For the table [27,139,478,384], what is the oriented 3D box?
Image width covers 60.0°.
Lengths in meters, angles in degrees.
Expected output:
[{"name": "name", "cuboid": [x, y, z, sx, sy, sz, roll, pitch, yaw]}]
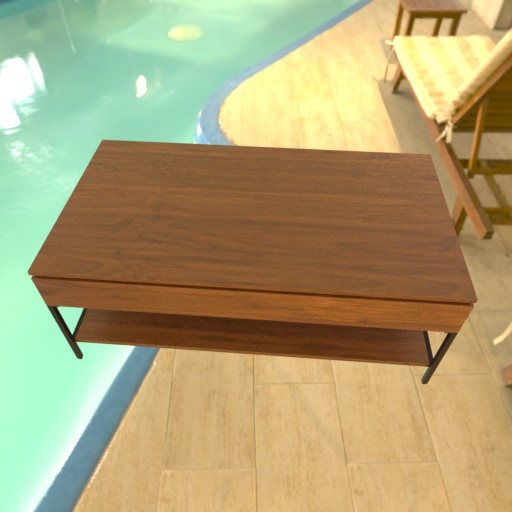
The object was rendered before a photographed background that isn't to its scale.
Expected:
[{"name": "table", "cuboid": [0.000, 0.000, 1.381, 1.057, 0.414, 0.574, 3, 47, 3]}]
